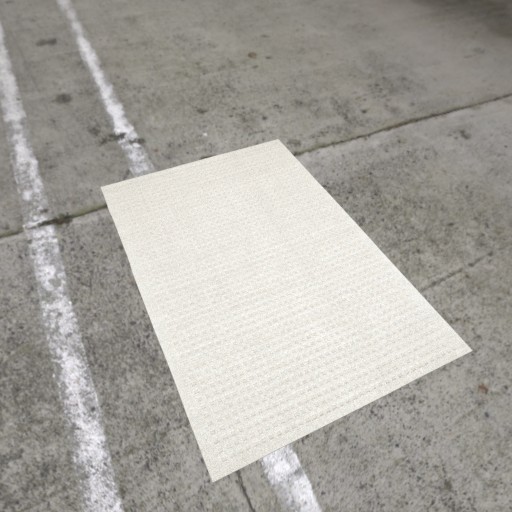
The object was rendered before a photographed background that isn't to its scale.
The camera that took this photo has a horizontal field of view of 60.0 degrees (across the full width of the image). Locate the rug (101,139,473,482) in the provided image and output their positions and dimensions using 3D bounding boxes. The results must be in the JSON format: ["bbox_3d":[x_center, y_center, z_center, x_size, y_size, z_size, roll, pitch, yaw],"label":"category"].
[{"bbox_3d":[0.000,0.000,2.881,1.523,0.006,2.289,-19,50,-17],"label":"rug"}]
